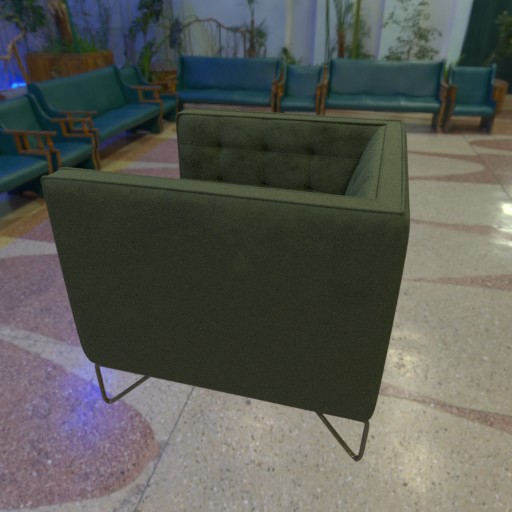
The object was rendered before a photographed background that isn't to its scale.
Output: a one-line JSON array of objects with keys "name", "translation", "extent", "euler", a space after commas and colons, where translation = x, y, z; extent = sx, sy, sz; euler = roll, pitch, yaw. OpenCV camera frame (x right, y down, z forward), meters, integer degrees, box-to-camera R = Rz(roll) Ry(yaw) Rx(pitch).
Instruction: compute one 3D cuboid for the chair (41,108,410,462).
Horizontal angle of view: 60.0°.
[{"name": "chair", "translation": [0.000, 0.000, 1.517], "extent": [0.894, 0.790, 0.880], "euler": [8, 30, 14]}]
